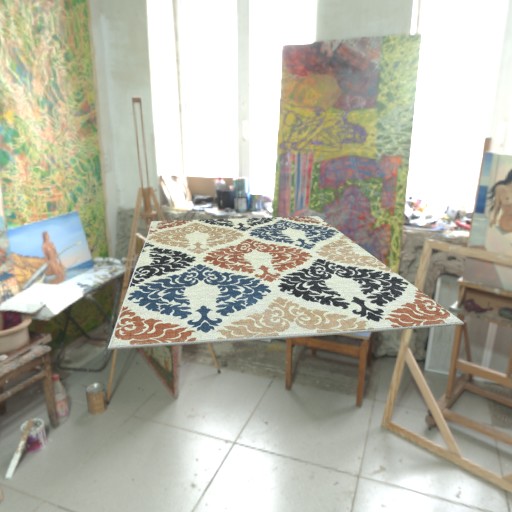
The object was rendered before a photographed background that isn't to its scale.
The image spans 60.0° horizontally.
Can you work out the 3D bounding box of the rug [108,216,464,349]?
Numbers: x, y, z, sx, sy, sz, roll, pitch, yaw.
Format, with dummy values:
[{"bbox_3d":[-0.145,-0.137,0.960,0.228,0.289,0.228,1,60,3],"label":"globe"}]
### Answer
[{"bbox_3d":[0.000,0.000,2.903,1.514,0.014,2.275,-3,17,-8],"label":"rug"}]
